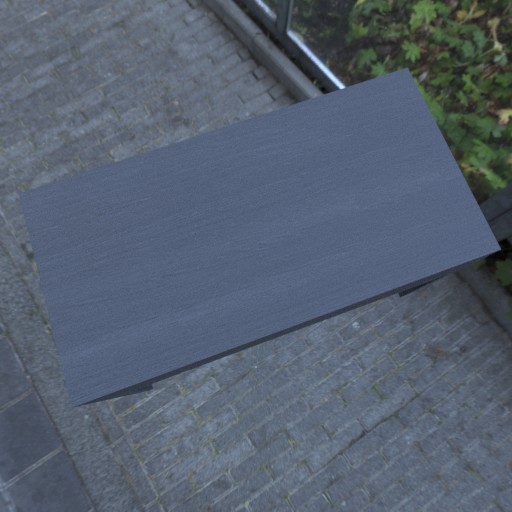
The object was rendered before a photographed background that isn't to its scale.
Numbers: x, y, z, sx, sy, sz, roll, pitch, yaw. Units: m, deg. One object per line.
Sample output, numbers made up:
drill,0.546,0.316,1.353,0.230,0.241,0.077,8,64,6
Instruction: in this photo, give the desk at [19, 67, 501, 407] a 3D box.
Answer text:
desk,0.000,0.000,1.477,1.099,0.729,0.557,-19,77,-5
